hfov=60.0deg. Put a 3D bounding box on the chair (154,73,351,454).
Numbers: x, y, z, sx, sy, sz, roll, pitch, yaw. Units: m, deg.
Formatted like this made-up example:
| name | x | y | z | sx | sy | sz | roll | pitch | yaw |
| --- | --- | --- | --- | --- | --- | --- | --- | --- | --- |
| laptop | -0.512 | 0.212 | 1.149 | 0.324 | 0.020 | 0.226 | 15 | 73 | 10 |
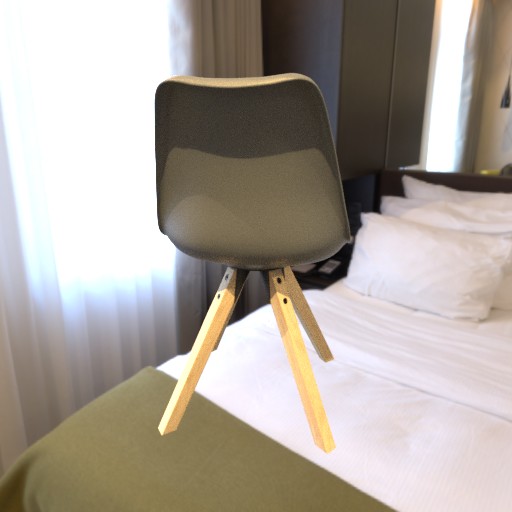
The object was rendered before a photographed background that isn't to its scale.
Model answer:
| name | x | y | z | sx | sy | sz | roll | pitch | yaw |
| --- | --- | --- | --- | --- | --- | --- | --- | --- | --- |
| chair | 0.000 | 0.000 | 1.178 | 0.485 | 0.850 | 0.550 | 3 | 17 | 9 |
